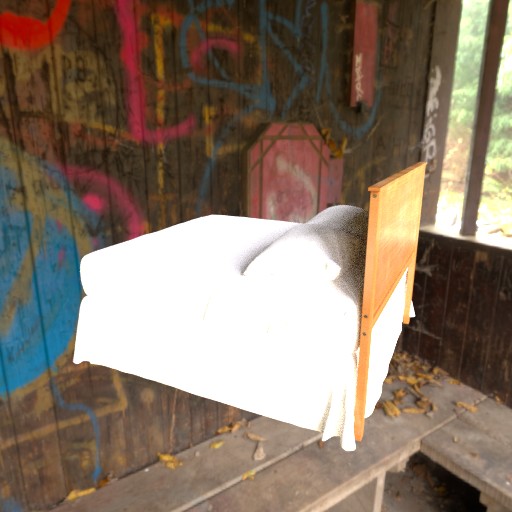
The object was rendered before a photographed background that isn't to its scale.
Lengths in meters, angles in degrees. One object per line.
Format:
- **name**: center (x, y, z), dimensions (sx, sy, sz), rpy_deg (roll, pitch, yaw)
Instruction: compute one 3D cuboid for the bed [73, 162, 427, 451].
- **bed**: center (0.000, 0.000, 3.159), dimensions (2.035, 1.273, 1.870), rpy_deg (8, 18, 26)
